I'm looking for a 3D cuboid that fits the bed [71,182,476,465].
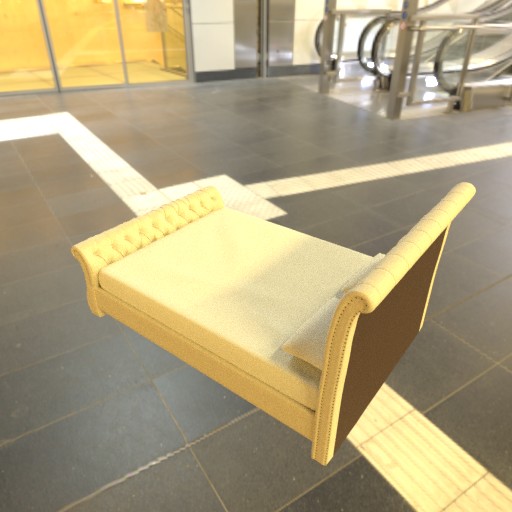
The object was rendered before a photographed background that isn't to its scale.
[{"bbox_3d":[0.000,0.000,3.378,2.493,1.268,1.606,22,37,32],"label":"bed"}]
